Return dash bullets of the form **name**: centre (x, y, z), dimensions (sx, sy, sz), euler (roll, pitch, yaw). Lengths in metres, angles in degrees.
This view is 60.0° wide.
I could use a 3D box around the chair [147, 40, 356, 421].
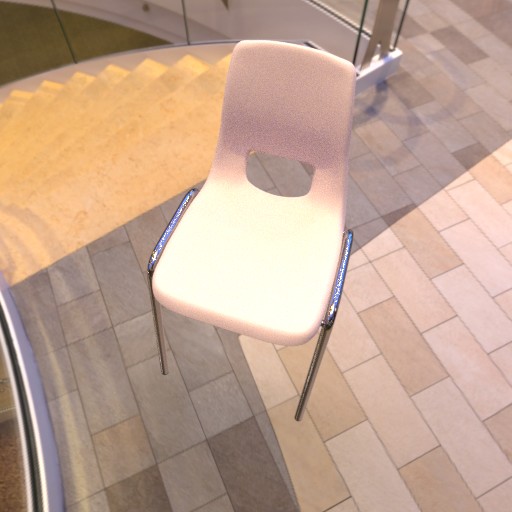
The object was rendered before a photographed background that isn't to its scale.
- **chair**: centre (0.000, 0.000, 0.935), dimensions (0.381, 0.704, 0.436), euler (16, 60, 10)
